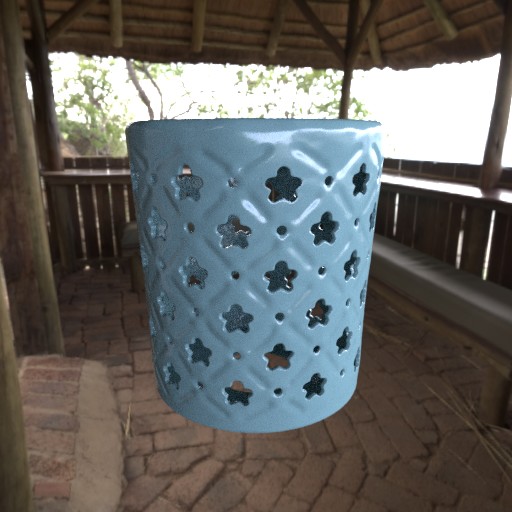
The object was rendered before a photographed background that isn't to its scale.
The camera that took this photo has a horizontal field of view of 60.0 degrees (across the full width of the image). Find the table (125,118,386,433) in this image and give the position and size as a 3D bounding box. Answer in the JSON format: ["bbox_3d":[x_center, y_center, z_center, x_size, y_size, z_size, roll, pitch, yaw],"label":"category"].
[{"bbox_3d":[0.000,0.000,0.663,0.352,0.387,0.352,0,15,0],"label":"table"}]
